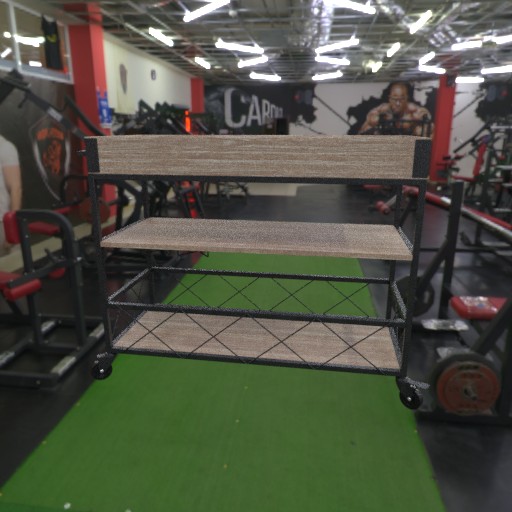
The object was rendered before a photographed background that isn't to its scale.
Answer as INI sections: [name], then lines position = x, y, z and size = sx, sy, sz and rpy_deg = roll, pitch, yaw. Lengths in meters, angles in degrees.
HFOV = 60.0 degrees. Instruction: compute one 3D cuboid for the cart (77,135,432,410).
[cart]
position = 0.000, 0.000, 1.508
size = 1.101, 0.787, 0.500
rpy_deg = 3, 16, 9
